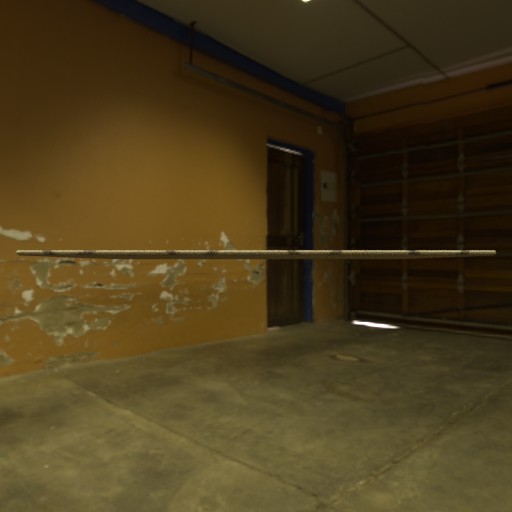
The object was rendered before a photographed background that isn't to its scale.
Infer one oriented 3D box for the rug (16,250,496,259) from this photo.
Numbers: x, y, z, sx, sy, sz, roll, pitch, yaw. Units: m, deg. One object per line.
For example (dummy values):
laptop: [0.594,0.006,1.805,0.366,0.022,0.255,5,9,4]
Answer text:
rug: [0.000,0.000,2.903,2.348,0.024,1.501,0,-1,0]
